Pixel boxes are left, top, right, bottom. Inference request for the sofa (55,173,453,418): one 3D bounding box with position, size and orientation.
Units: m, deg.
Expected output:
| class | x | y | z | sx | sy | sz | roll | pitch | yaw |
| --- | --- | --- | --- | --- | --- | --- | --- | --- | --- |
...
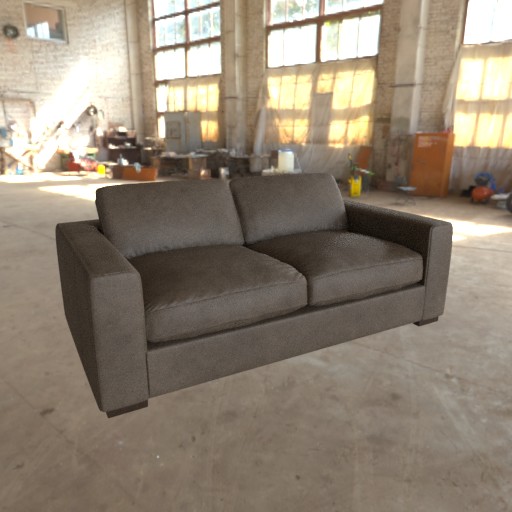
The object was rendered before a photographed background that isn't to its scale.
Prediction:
| class | x | y | z | sx | sy | sz | roll | pitch | yaw |
| --- | --- | --- | --- | --- | --- | --- | --- | --- | --- |
| sofa | 0.000 | 0.000 | 2.440 | 1.920 | 0.800 | 1.070 | -9 | 18 | -28 |
